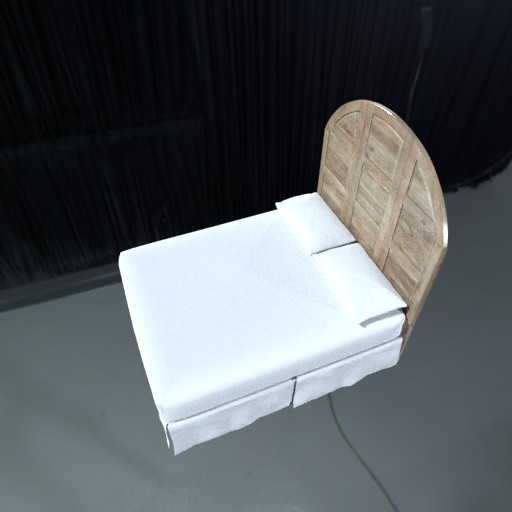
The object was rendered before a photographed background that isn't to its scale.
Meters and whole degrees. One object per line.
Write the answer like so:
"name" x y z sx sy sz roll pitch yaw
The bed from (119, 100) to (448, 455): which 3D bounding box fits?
"bed" 0.000 0.000 3.479 2.112 2.002 1.713 -16 48 -15
